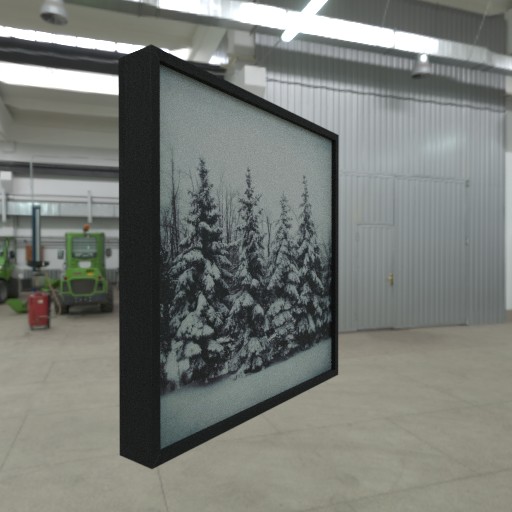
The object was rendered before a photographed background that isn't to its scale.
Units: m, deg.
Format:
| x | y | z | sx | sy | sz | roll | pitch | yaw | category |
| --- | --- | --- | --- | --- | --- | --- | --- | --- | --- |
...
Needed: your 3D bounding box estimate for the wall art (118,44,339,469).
| x | y | z | sx | sy | sz | roll | pitch | yaw | category |
| --- | --- | --- | --- | --- | --- | --- | --- | --- | --- |
| 0.000 | 0.000 | 0.452 | 0.037 | 0.305 | 0.305 | 0 | 1 | 36 | wall art |
